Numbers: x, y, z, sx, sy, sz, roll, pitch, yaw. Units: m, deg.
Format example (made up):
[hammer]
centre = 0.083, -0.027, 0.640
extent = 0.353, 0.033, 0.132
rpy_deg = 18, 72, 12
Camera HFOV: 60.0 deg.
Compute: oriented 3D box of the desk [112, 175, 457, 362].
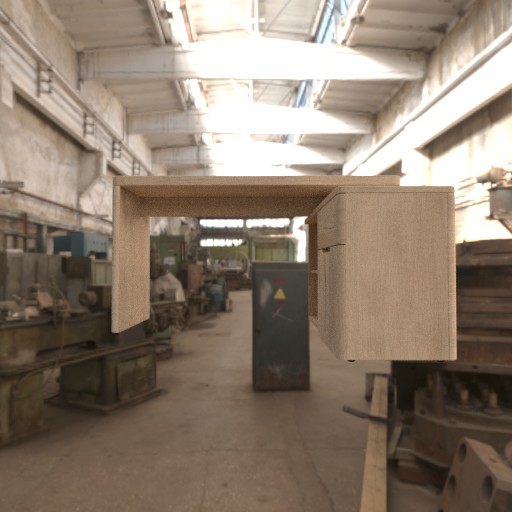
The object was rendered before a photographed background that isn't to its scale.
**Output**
[desk]
centre = 0.000, 0.000, 2.109
extent = 1.400, 0.770, 1.175
rpy_deg = 0, -1, 1
